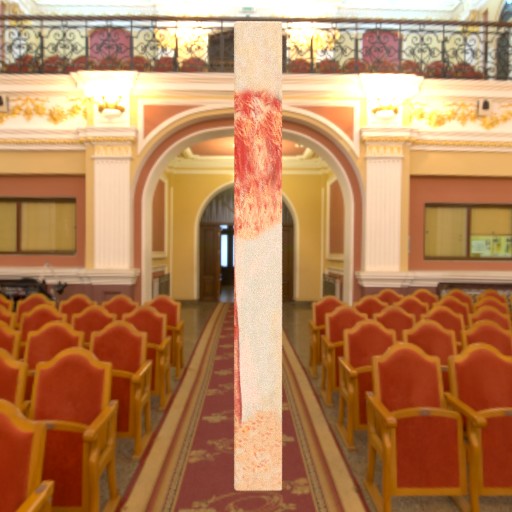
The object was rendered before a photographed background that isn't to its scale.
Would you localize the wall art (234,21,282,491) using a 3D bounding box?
[{"bbox_3d":[0.000,0.000,0.483,0.039,0.380,0.251,0,0,-1],"label":"wall art"}]
